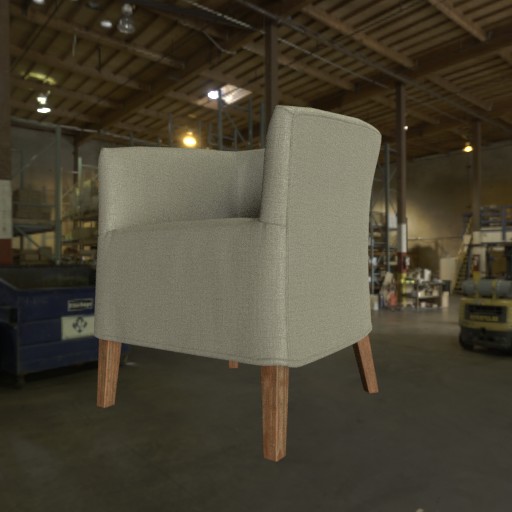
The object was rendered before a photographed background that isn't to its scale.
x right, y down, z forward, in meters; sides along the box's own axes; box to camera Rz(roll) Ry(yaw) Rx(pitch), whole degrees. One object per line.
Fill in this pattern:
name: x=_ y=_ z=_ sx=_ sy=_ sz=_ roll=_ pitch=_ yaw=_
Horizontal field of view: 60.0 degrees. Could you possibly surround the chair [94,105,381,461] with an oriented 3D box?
chair: x=0.000 y=0.000 z=1.239 sx=0.600 sy=0.771 sz=0.668 roll=-1 pitch=-1 yaw=36
